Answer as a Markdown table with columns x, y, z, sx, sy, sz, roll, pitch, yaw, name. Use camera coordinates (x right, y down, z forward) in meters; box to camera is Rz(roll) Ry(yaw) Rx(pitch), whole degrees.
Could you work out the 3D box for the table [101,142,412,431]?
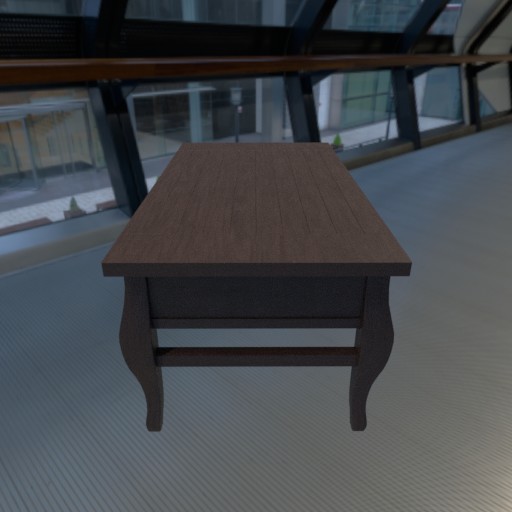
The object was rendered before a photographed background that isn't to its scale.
| x | y | z | sx | sy | sz | roll | pitch | yaw | name |
| --- | --- | --- | --- | --- | --- | --- | --- | --- | --- |
| 0.000 | 0.000 | 1.415 | 0.600 | 0.494 | 1.062 | 0 | 26 | 0 | table |
